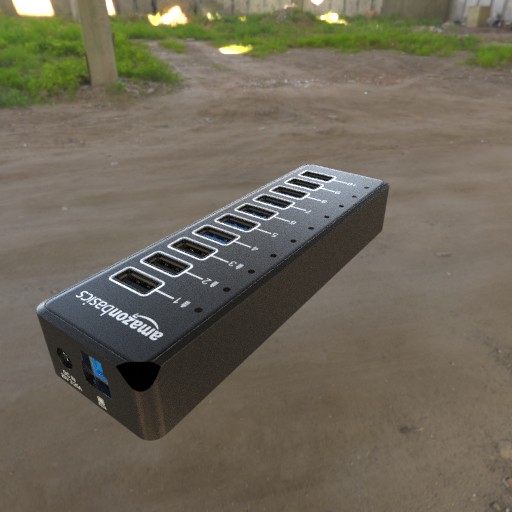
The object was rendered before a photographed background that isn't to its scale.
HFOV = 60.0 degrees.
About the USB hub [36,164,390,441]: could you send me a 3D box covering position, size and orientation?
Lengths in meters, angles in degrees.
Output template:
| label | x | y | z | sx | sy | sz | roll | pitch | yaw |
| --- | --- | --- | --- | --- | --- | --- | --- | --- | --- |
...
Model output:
| label | x | y | z | sx | sy | sz | roll | pitch | yaw |
| --- | --- | --- | --- | --- | --- | --- | --- | --- | --- |
| USB hub | 0.000 | 0.000 | 0.163 | 0.044 | 0.023 | 0.145 | 21 | 36 | 31 |
